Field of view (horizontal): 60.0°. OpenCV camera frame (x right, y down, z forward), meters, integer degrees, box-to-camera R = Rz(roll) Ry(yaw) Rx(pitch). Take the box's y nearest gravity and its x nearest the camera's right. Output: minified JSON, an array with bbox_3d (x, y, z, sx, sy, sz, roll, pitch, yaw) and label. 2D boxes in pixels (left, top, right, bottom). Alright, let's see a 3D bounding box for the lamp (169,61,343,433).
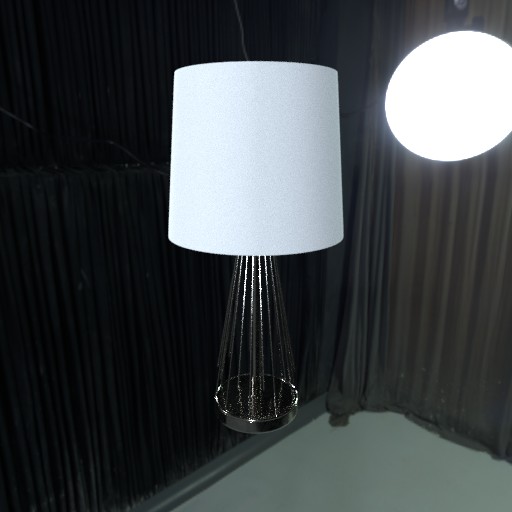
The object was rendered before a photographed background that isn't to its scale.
[{"bbox_3d":[0.000,0.000,0.793,0.303,0.618,0.303,0,15,0],"label":"lamp"}]
